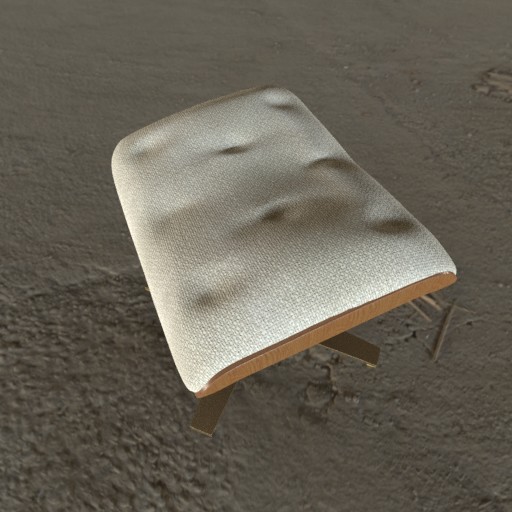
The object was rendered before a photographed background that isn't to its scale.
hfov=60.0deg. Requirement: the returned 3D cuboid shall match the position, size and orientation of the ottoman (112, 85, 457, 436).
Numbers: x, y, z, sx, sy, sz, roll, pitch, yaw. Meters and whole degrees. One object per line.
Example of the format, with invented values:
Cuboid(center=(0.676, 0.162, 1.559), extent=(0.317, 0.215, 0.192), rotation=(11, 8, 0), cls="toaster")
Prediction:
Cuboid(center=(0.000, 0.000, 0.792), extent=(0.394, 0.391, 0.520), rotation=(-18, 50, -15), cls="ottoman")
